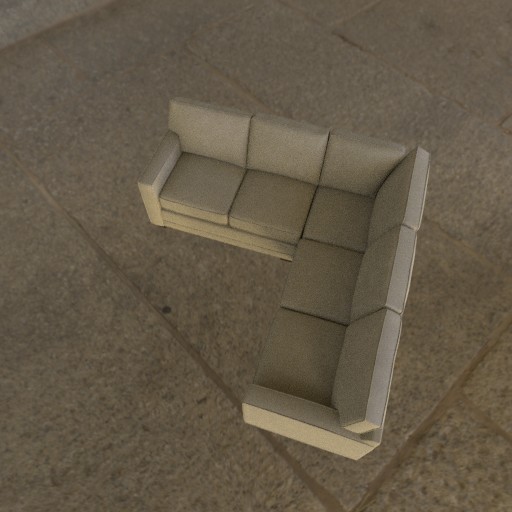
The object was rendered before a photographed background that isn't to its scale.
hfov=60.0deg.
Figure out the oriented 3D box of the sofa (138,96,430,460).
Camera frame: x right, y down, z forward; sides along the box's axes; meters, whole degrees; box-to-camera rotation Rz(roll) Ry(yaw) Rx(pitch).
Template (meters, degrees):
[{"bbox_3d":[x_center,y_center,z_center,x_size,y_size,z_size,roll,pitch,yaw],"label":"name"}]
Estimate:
[{"bbox_3d":[0.000,0.000,3.361,2.188,0.936,2.211,15,60,9],"label":"sofa"}]
